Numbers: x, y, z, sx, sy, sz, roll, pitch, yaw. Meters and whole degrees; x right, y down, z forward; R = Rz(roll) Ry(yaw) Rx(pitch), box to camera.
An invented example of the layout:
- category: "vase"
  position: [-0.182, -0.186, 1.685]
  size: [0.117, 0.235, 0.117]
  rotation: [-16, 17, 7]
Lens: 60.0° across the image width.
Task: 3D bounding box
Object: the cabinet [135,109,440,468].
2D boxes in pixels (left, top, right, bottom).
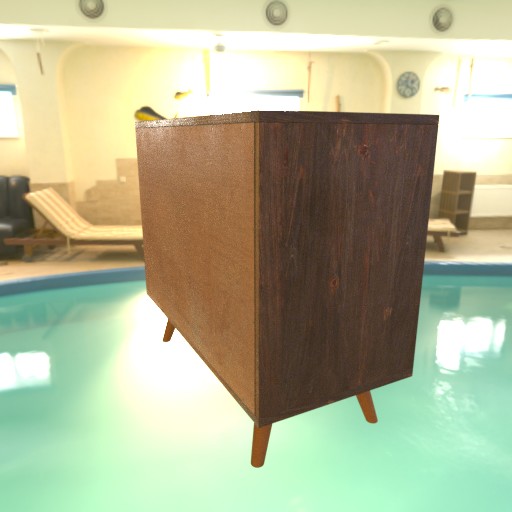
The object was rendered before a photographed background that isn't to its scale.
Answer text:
- category: "cabinet"
  position: [0.000, 0.000, 1.522]
  size: [0.529, 0.897, 1.023]
  rotation: [-8, 17, -27]
